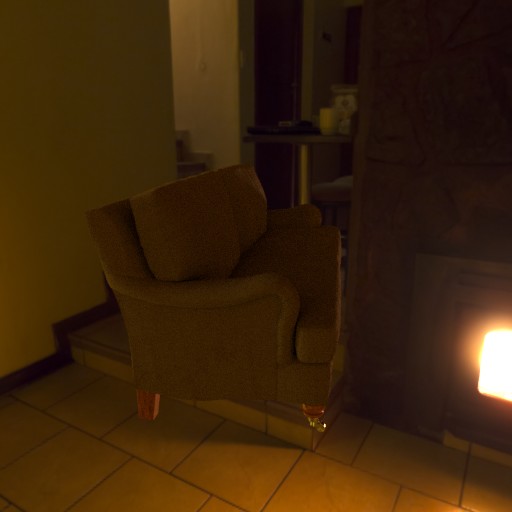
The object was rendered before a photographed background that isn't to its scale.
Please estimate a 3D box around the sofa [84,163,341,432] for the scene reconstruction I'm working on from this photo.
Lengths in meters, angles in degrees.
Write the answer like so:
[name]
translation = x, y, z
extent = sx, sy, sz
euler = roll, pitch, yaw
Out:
[sofa]
translation = 0.000, 0.000, 2.854
extent = 1.086, 1.087, 2.165
euler = 3, 15, 10
